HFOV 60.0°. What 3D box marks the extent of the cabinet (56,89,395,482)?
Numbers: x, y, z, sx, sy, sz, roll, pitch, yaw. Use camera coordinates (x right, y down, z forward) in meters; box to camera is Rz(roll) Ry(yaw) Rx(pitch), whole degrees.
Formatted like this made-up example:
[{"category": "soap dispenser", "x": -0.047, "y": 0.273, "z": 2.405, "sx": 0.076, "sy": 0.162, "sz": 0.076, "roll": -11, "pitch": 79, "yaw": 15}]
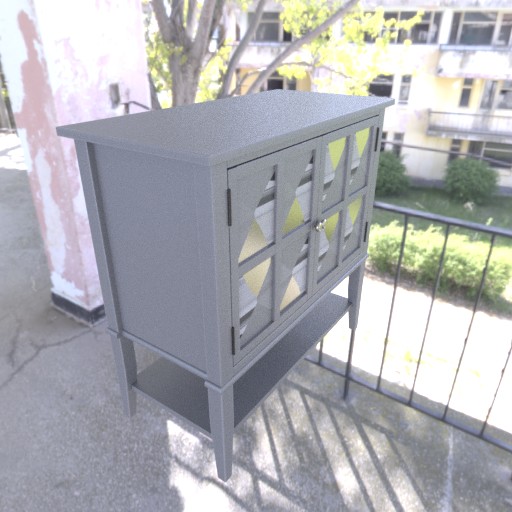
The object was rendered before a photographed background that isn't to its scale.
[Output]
[{"category": "cabinet", "x": 0.000, "y": 0.000, "z": 1.232, "sx": 0.396, "sy": 0.780, "sz": 0.801, "roll": 18, "pitch": 32, "yaw": 31}]
